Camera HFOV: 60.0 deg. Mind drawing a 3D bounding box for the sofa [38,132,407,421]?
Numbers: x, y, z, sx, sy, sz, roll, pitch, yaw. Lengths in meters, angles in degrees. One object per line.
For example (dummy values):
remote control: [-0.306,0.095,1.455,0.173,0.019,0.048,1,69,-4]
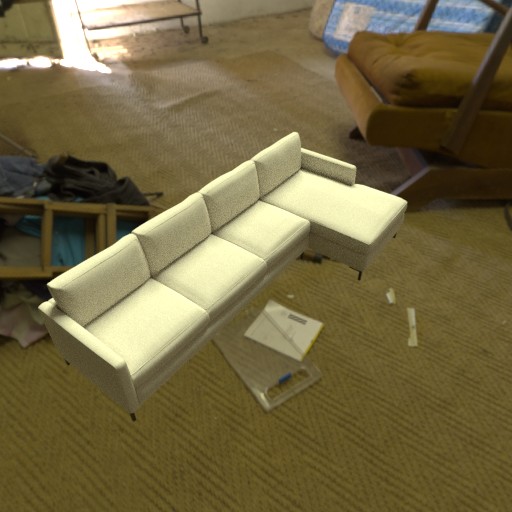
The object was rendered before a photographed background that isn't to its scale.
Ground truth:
sofa: [0.000,0.000,2.940,1.126,0.677,2.445,26,47,28]
